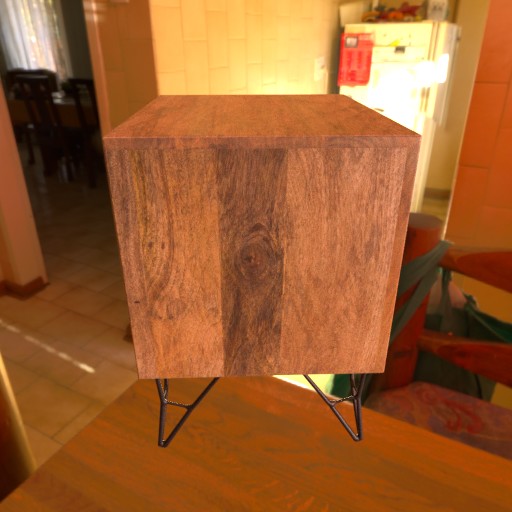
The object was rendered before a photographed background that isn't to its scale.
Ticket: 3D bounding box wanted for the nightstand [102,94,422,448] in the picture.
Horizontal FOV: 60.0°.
[{"bbox_3d":[0.000,0.000,0.882,0.406,0.559,0.457,-1,26,-2],"label":"nightstand"}]
